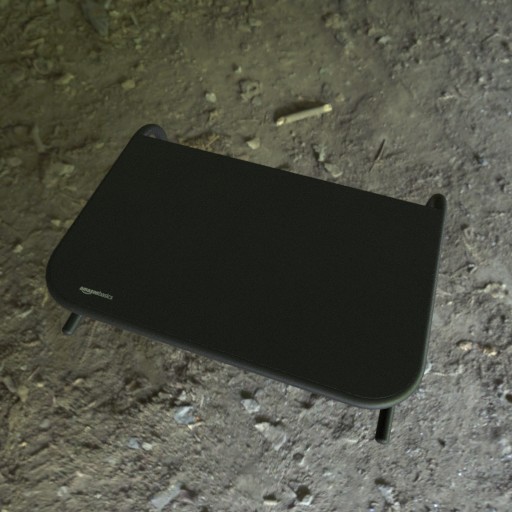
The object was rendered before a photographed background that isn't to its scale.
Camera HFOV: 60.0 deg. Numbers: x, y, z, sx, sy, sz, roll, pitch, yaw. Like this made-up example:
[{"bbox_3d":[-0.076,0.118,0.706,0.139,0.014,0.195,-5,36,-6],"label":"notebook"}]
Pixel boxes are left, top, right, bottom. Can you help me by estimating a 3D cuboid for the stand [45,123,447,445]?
[{"bbox_3d":[0.000,0.000,0.498,0.370,0.108,0.280,16,59,10],"label":"stand"}]
